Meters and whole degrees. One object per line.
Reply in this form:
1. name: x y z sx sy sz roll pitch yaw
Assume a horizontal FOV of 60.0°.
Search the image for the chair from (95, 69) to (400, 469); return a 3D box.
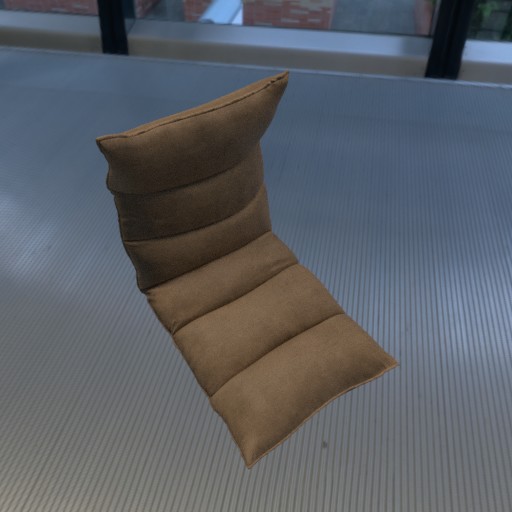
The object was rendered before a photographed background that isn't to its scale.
1. chair: 0.000 0.000 1.549 0.714 0.892 0.985 -26 53 -22
